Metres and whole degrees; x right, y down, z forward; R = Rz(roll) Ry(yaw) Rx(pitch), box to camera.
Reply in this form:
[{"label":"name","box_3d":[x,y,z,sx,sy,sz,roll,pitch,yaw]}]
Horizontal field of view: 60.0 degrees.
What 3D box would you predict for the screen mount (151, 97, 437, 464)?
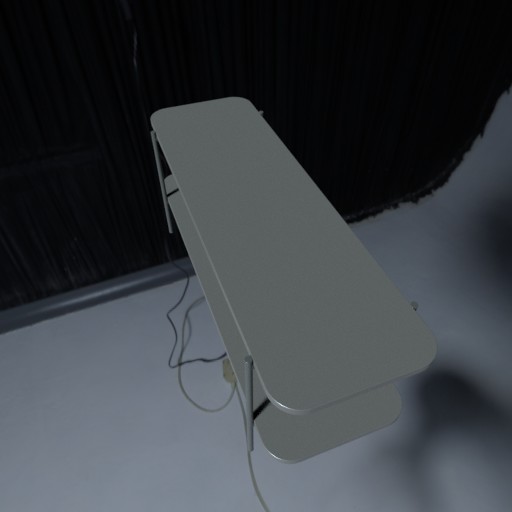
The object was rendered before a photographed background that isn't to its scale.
[{"label":"screen mount","box_3d":[0.000,0.000,1.377,0.400,0.447,1.200,-15,47,-14]}]
